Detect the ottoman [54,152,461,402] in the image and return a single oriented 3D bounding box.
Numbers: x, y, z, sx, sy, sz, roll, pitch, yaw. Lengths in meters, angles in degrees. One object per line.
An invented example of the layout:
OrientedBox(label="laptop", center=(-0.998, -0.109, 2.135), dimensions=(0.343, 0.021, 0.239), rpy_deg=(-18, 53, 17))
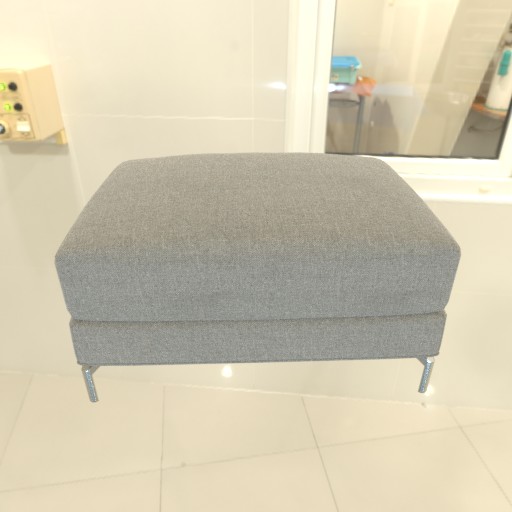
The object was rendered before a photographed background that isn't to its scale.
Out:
OrientedBox(label="ottoman", center=(0.000, 0.000, 1.180), dimensions=(0.838, 0.457, 0.584), rpy_deg=(-1, 30, -2))
